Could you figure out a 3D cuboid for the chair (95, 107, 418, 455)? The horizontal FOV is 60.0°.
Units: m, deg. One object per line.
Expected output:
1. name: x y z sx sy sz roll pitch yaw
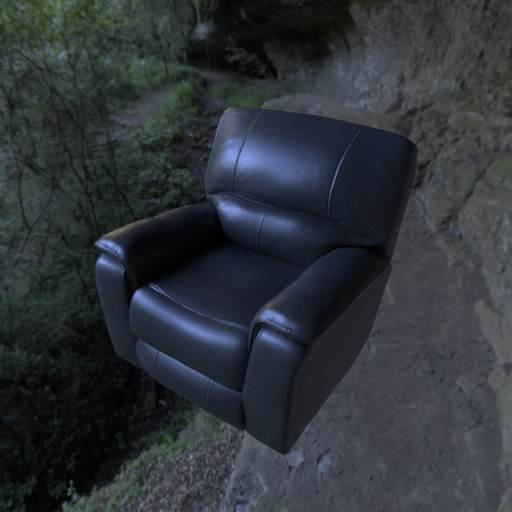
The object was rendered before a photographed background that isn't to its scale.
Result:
1. chair: 0.000 0.000 1.997 1.096 1.109 1.087 19 35 30
